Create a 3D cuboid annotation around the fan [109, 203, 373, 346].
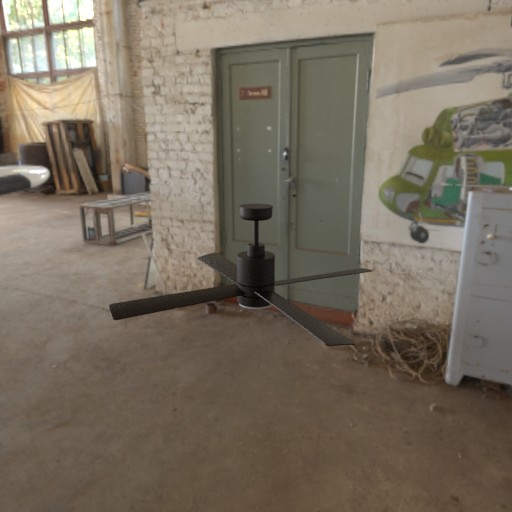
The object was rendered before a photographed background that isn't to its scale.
[{"bbox_3d":[0.000,0.000,2.357,1.525,0.534,1.525,-7,17,-25],"label":"fan"}]
